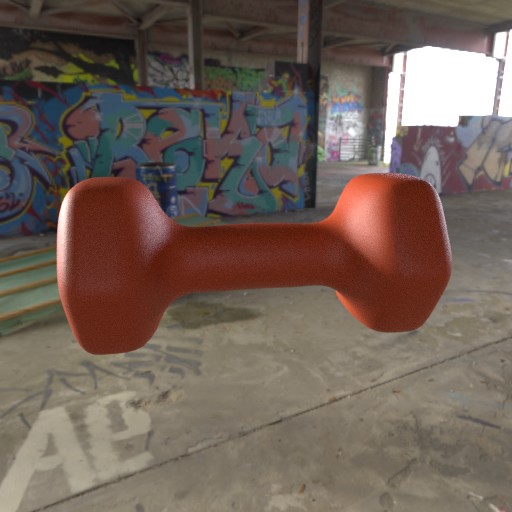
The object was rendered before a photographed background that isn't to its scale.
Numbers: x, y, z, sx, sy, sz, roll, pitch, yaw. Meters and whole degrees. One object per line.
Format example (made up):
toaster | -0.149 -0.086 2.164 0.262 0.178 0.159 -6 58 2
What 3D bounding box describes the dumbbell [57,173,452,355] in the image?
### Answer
dumbbell | 0.000 0.000 0.201 0.162 0.071 0.079 -2 16 -8
